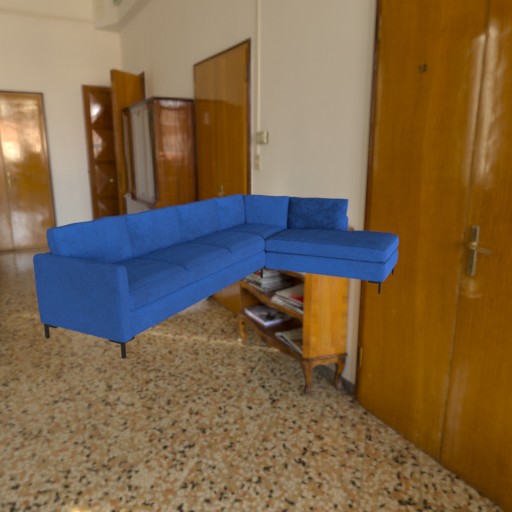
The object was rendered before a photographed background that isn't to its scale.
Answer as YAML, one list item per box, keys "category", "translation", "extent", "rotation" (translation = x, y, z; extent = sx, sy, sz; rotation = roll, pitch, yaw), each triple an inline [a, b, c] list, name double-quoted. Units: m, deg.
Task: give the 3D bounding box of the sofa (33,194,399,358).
- category: "sofa"
  translation: [0.000, 0.000, 3.300]
  extent: [1.707, 0.687, 2.486]
  rotation: [6, 15, 25]
